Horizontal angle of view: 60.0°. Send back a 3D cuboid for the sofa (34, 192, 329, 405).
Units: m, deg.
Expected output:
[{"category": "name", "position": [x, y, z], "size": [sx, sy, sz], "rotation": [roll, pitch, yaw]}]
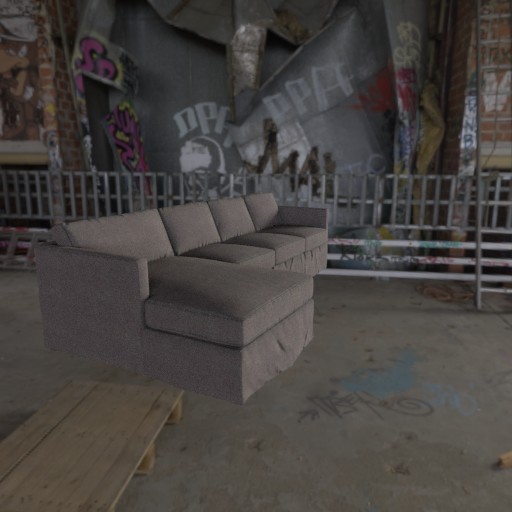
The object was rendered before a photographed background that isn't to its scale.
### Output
[{"category": "sofa", "position": [0.000, 0.000, 3.941], "size": [1.650, 0.922, 3.205], "rotation": [7, 14, 28]}]
